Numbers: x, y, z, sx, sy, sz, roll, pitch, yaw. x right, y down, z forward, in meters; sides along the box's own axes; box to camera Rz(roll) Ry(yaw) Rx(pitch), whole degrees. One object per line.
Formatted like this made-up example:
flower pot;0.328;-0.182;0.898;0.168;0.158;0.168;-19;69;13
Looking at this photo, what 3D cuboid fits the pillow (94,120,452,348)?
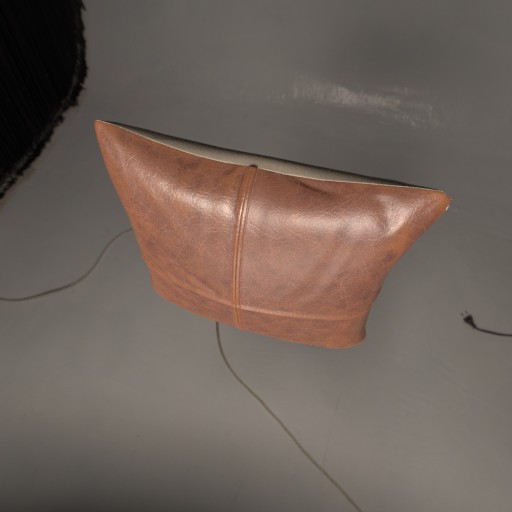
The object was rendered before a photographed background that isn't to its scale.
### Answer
pillow;0.000;0.000;0.751;0.484;0.470;0.192;14;59;9
